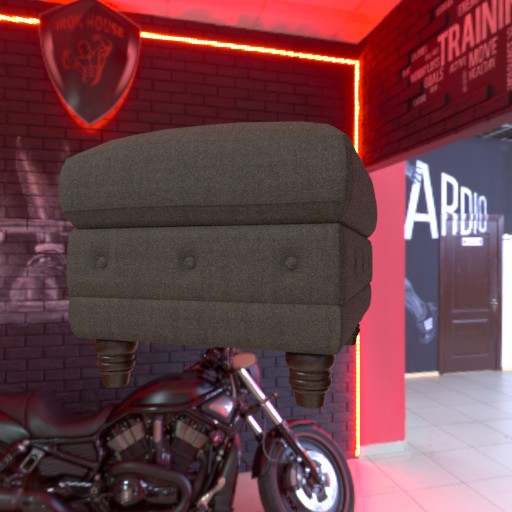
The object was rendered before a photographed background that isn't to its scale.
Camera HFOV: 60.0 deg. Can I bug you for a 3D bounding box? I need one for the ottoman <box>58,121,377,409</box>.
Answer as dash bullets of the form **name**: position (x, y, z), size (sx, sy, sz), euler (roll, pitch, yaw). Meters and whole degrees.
- **ottoman**: position (0.000, 0.000, 1.183), size (0.599, 0.555, 0.809), euler (0, 0, 18)
